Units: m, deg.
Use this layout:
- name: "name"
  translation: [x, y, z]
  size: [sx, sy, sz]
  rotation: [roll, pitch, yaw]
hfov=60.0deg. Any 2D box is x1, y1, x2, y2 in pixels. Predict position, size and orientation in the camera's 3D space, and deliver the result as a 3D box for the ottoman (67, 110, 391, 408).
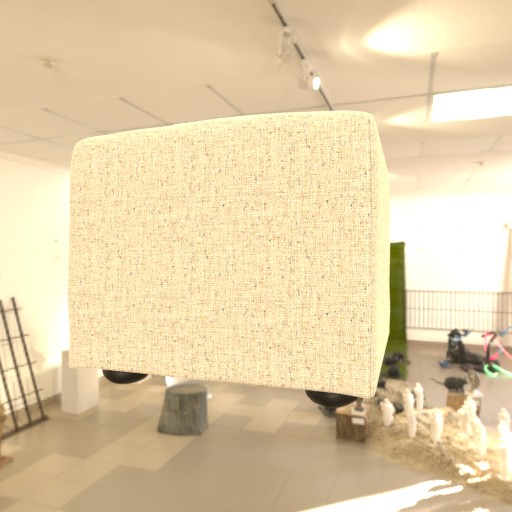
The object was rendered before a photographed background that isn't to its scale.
- name: "ottoman"
  translation: [0.000, 0.000, 0.908]
  size: [0.512, 0.453, 0.521]
  rotation: [0, 0, 19]
